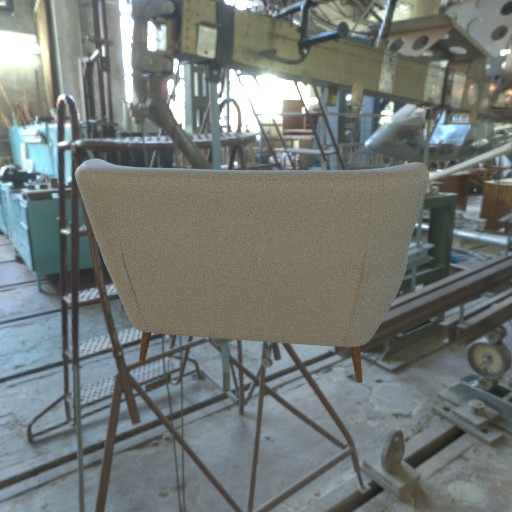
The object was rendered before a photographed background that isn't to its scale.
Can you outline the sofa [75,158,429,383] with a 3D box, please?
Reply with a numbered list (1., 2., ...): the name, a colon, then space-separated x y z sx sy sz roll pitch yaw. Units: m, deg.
1. sofa: 0.000 0.000 2.013 1.424 0.878 0.921 3 16 9
